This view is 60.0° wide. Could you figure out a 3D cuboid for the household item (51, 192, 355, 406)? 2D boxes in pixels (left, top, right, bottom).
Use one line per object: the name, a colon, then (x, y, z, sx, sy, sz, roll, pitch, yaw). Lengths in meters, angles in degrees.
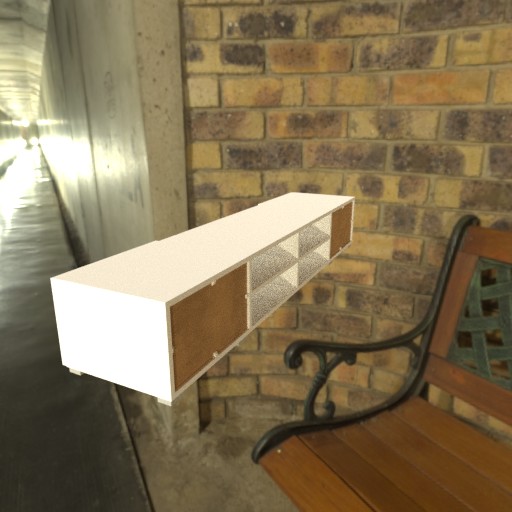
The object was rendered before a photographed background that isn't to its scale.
household item: (0.000, 0.000, 2.044, 0.420, 0.310, 1.850, 8, 19, 26)
